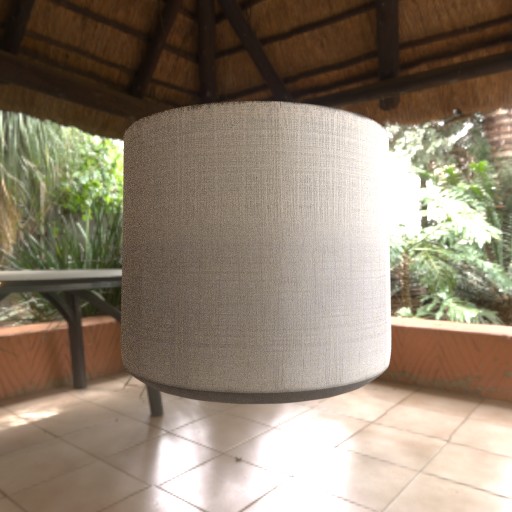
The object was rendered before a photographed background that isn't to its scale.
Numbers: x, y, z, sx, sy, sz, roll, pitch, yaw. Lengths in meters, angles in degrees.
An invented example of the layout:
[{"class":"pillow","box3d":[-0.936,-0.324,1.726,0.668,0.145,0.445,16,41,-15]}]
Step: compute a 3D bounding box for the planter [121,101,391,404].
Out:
[{"class":"planter","box3d":[0.000,0.000,0.435,0.254,0.221,0.254,0,0,0]}]
